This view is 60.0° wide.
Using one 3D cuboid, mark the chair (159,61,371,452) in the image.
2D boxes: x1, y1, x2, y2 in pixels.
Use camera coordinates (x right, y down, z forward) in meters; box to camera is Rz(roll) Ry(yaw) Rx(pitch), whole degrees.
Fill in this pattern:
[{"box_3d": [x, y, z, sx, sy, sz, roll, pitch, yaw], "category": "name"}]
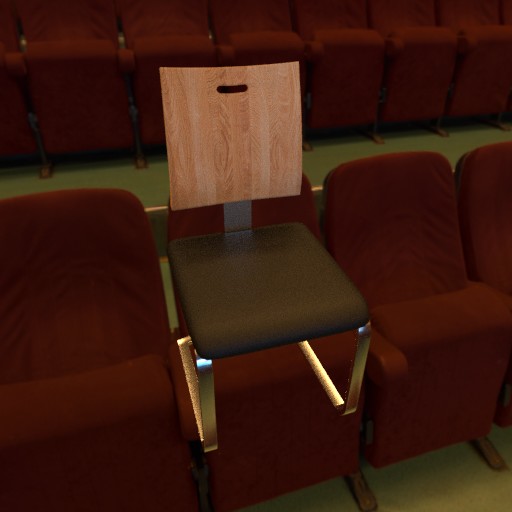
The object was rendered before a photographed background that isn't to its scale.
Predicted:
[{"box_3d": [0.000, 0.000, 1.233, 0.462, 0.936, 0.560, -9, 32, -15], "category": "chair"}]
